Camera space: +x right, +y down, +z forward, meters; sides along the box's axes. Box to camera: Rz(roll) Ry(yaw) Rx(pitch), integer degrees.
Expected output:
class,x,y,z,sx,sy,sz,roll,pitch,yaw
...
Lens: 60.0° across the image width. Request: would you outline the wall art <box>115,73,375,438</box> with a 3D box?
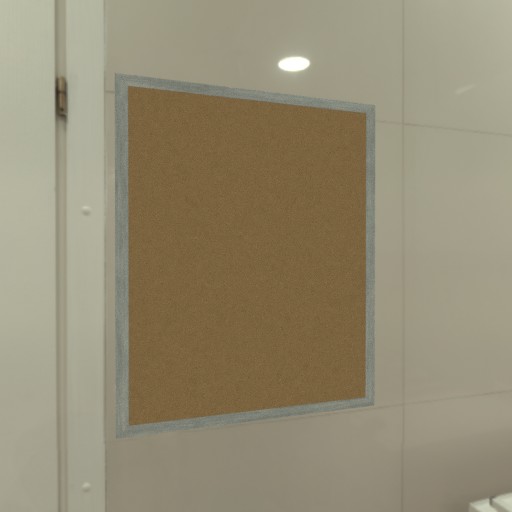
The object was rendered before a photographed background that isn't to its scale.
class,x,y,z,sx,sy,sz,roll,pitch,yaw
wall art,0.000,0.000,0.792,0.479,0.582,0.022,0,1,-19
